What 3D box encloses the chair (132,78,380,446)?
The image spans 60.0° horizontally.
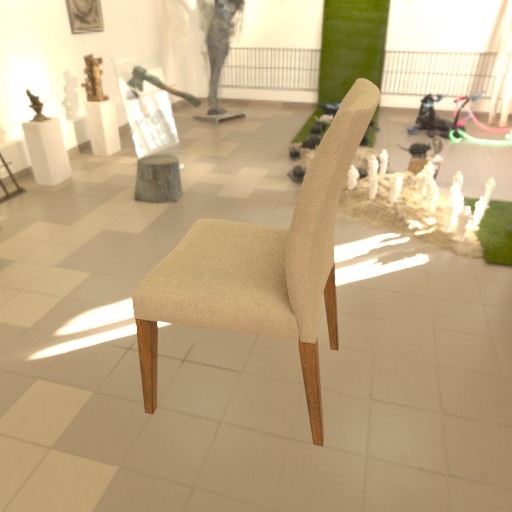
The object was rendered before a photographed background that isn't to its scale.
[{"bbox_3d":[0.000,0.000,1.296,0.585,0.940,0.496,8,30,13],"label":"chair"}]
